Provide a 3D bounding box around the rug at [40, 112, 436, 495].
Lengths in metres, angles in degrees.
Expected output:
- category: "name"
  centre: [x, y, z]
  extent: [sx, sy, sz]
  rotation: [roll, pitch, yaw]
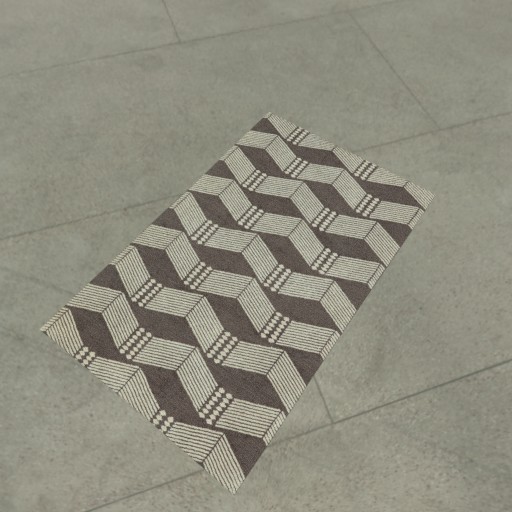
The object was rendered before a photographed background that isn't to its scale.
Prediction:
- category: "rug"
  centre: [0.000, 0.000, 3.005]
  extent: [1.517, 0.011, 2.435]
  rotation: [32, 64, 18]
